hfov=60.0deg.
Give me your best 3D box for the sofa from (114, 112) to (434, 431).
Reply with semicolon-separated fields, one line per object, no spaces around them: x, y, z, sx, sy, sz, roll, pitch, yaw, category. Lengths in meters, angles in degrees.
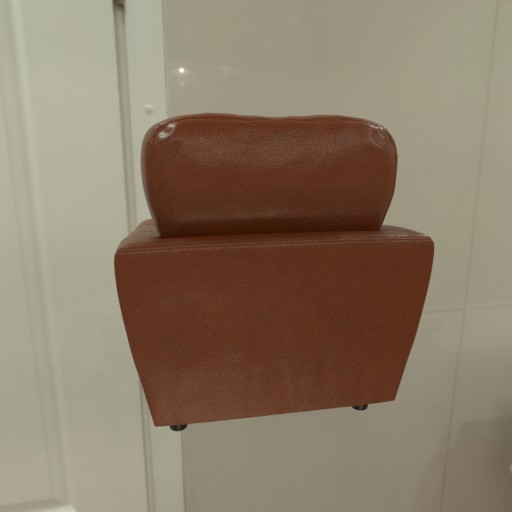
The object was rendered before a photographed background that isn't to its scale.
0.000;0.000;1.489;0.836;0.876;0.789;-2;13;-10;sofa
